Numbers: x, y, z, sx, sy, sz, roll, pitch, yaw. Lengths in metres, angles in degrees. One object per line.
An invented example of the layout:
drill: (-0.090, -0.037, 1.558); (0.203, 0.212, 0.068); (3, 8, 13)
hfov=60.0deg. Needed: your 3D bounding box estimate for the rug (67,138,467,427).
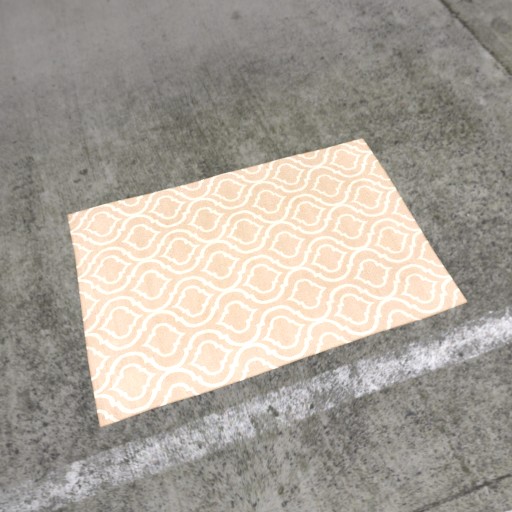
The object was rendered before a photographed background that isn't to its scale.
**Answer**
rug: (0.000, 0.000, 2.242); (1.761, 0.013, 1.152); (-16, 61, -9)
